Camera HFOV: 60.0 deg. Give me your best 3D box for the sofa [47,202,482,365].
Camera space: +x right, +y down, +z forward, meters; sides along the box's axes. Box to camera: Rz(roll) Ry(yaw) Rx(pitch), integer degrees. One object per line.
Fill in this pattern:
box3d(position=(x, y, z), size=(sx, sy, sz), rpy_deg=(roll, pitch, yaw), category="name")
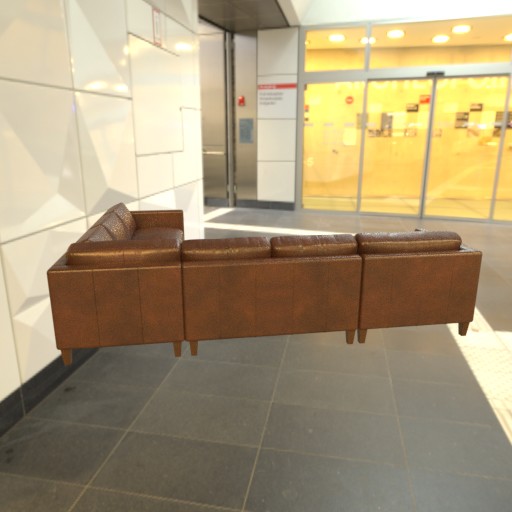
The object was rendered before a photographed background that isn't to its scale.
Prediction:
box3d(position=(0.000, 0.000, 4.550), size=(3.324, 0.891, 2.452), rpy_deg=(-2, 16, -8), category="sofa")
